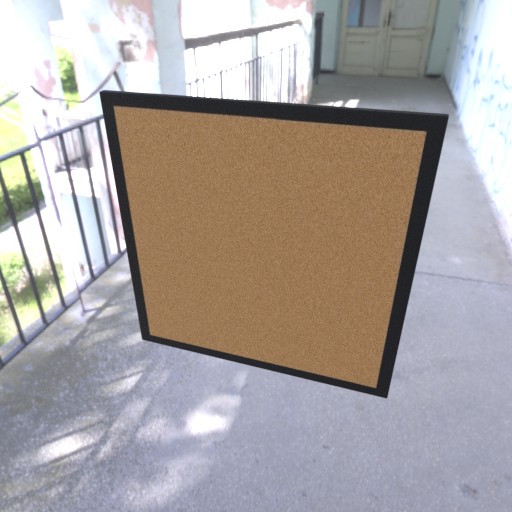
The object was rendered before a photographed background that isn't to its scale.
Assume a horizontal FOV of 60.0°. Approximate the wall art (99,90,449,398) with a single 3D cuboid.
[{"bbox_3d":[0.000,0.000,0.979,0.663,0.659,0.016,10,32,16],"label":"wall art"}]
